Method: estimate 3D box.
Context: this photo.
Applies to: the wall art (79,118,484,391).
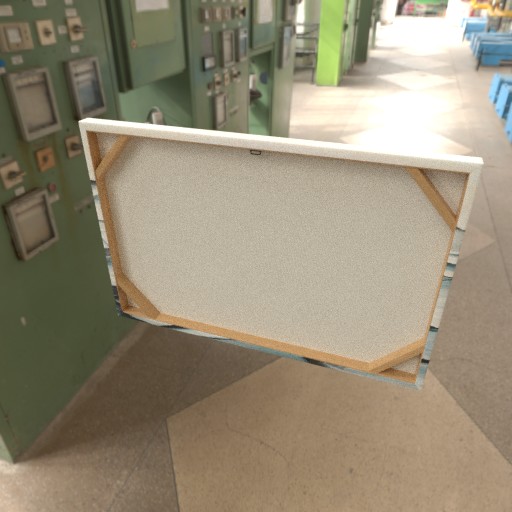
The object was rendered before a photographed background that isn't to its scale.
[{"bbox_3d":[0.000,0.000,1.128,0.914,0.609,0.039,10,33,17],"label":"wall art"}]
